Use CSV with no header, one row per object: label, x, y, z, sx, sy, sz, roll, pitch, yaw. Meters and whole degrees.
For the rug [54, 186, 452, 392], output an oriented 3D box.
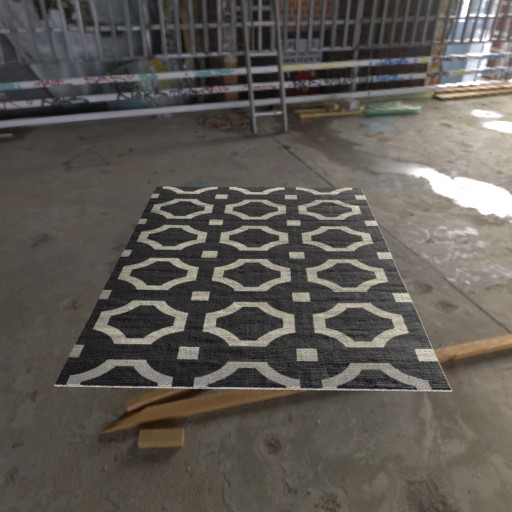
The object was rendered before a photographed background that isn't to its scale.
rug,0.000,0.000,4.020,2.466,0.021,3.049,1,32,1
